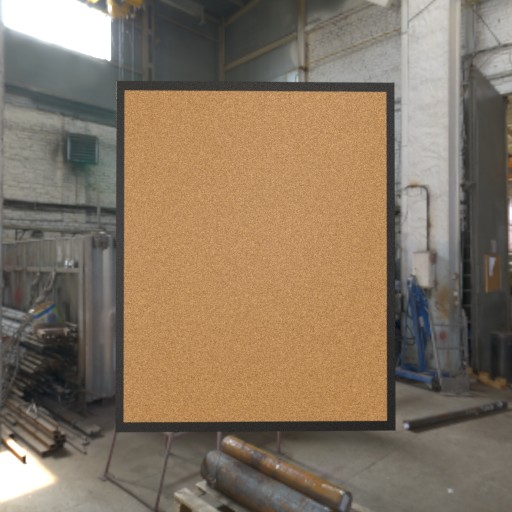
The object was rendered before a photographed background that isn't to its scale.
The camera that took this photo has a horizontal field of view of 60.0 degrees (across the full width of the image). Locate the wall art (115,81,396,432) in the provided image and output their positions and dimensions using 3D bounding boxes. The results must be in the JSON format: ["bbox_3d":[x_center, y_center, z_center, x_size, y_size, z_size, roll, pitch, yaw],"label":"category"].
[{"bbox_3d":[0.000,0.000,0.482,0.294,0.369,0.030,0,-1,-1],"label":"wall art"}]
